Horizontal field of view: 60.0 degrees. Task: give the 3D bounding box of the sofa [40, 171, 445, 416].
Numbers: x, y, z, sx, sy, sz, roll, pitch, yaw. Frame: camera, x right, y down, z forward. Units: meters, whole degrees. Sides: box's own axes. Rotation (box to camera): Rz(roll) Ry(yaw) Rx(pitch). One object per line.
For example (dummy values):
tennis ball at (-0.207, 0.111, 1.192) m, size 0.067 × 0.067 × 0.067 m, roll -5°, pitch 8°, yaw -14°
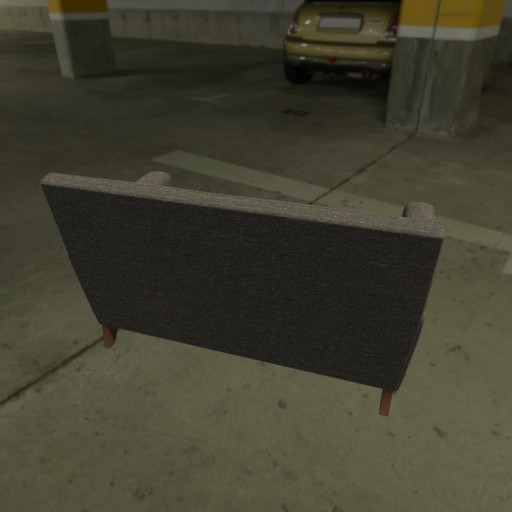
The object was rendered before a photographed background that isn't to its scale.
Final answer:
sofa at (0.000, 0.000, 2.045) m, size 1.509 × 0.905 × 0.867 m, roll 9°, pitch 32°, yaw 15°
